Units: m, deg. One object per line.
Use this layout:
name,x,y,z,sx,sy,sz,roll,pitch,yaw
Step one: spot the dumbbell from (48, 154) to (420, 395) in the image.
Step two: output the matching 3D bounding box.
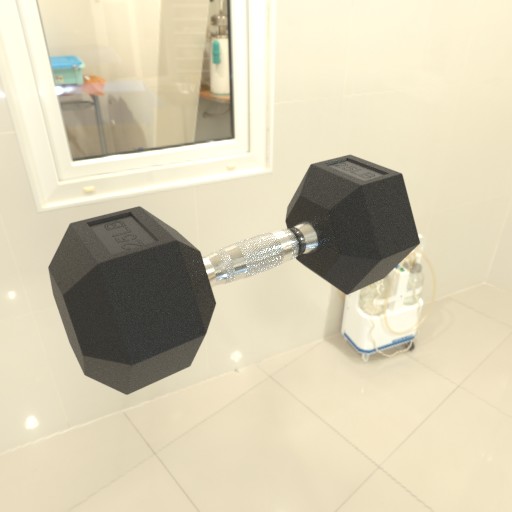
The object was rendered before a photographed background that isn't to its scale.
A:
dumbbell,0.000,0.000,0.381,0.315,0.113,0.129,-19,36,-29
